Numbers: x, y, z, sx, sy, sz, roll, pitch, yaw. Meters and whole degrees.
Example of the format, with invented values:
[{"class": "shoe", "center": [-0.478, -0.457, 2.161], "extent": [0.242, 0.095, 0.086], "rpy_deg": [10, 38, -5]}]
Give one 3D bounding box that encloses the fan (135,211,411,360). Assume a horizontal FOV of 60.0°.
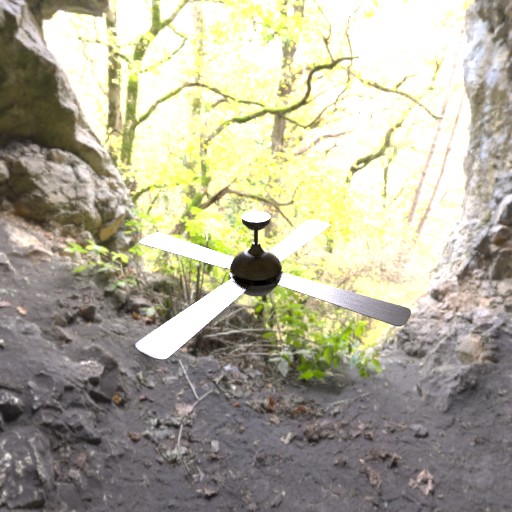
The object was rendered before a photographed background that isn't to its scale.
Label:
[{"class": "fan", "center": [0.000, 0.000, 1.987], "extent": [1.321, 0.381, 1.321], "rpy_deg": [-19, 33, -32]}]
